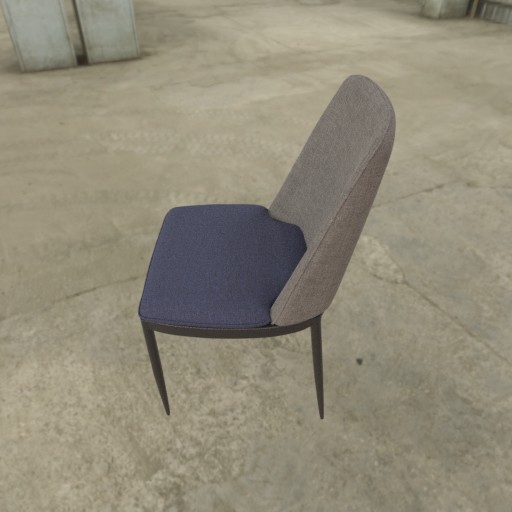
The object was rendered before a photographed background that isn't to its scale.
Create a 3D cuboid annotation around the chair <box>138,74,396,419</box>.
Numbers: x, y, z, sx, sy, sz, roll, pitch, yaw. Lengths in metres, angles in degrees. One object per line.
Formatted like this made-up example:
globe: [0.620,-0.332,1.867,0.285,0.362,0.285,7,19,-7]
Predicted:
chair: [0.000,0.000,1.168,0.550,0.855,0.488,0,39,0]
